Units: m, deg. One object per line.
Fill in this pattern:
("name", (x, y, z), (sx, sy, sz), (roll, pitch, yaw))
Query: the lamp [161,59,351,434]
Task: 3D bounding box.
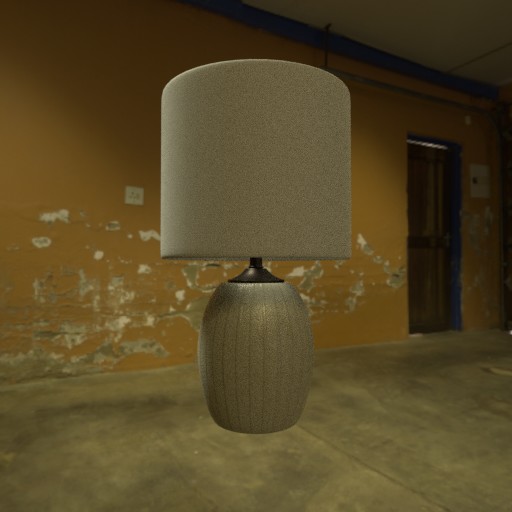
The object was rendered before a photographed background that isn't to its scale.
("lamp", (0.000, 0.000, 0.782), (0.329, 0.570, 0.329), (0, -2, 17))
